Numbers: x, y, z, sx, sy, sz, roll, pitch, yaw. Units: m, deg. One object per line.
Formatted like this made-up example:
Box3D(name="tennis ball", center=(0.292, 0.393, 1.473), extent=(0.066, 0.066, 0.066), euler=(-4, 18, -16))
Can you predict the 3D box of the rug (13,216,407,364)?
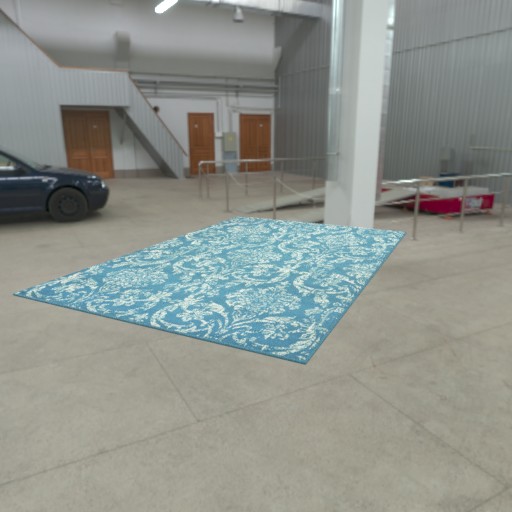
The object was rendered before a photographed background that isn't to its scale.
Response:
Box3D(name="rug", center=(0.000, 0.000, 3.384), extent=(1.816, 0.018, 2.746), euler=(8, 17, 25))
